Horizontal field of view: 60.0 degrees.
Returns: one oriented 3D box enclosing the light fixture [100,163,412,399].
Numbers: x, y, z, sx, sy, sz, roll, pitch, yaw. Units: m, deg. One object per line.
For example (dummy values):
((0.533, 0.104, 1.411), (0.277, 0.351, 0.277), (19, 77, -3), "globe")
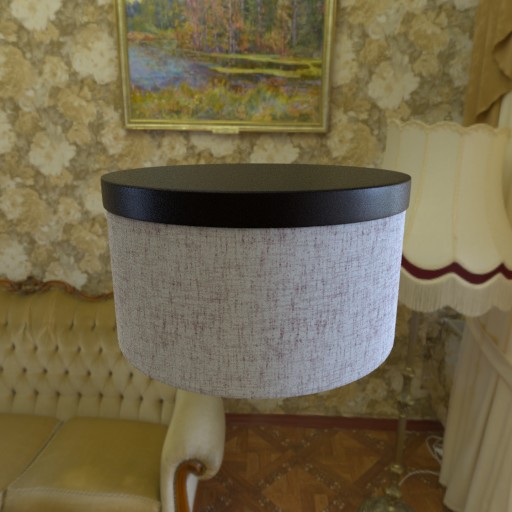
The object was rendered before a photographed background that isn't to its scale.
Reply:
((0.000, 0.000, 0.615), (0.389, 0.229, 0.389), (0, 15, 0), "light fixture")
